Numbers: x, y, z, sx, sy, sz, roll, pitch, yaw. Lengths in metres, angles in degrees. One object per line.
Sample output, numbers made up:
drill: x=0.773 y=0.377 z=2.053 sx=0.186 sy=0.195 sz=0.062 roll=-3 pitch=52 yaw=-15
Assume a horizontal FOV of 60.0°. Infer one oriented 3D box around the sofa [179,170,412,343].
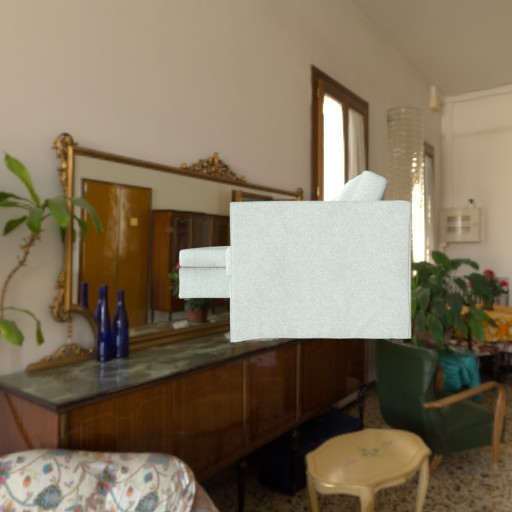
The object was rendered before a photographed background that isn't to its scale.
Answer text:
sofa: x=0.000 y=0.000 z=3.837 sx=1.650 sy=0.922 sz=3.205 roll=0 pitch=0 yaw=1
